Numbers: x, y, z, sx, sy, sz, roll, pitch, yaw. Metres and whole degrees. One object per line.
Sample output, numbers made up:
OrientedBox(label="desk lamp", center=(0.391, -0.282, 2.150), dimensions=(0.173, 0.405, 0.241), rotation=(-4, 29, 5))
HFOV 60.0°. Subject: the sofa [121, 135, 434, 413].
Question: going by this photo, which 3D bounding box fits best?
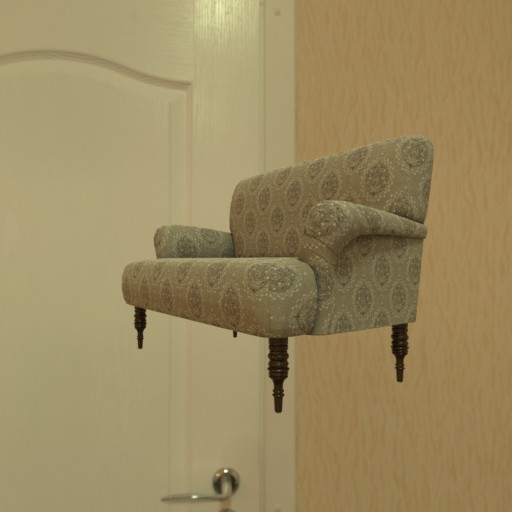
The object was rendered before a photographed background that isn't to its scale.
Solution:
OrientedBox(label="sofa", center=(0.000, 0.000, 1.862), dimensions=(0.779, 0.889, 1.297), rotation=(0, -1, -35))
